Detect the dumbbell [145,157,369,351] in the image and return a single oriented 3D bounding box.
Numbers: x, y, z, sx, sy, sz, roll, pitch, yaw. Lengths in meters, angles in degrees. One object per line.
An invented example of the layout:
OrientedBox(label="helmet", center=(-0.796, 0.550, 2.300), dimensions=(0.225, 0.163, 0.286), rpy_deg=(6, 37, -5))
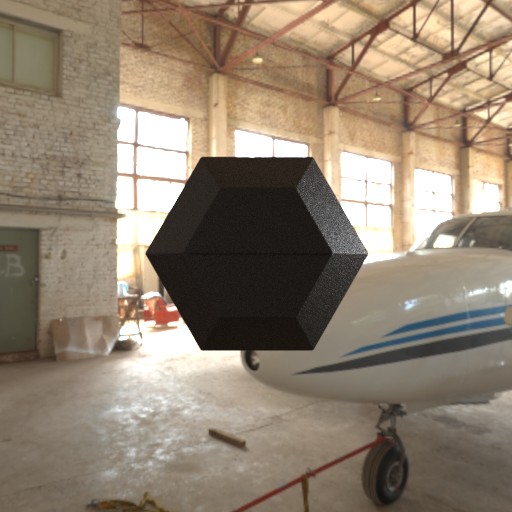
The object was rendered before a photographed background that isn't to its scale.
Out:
OrientedBox(label="dumbbell", center=(0.000, 0.000, 0.432), dimensions=(0.141, 0.123, 0.356), rpy_deg=(0, -1, 0))
